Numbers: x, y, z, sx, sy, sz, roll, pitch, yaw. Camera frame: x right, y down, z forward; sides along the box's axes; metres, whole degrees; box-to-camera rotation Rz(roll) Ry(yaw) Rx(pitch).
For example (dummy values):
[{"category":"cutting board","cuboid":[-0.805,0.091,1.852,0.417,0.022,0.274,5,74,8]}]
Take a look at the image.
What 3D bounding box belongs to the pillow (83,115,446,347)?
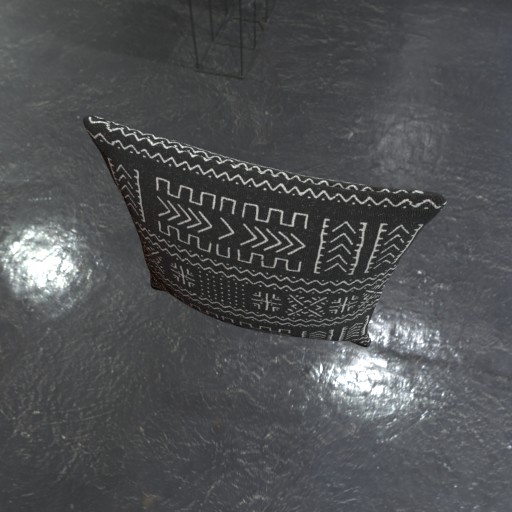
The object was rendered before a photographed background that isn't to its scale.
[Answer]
[{"category":"pillow","cuboid":[0.000,0.000,0.678,0.438,0.430,0.164,14,58,9]}]
